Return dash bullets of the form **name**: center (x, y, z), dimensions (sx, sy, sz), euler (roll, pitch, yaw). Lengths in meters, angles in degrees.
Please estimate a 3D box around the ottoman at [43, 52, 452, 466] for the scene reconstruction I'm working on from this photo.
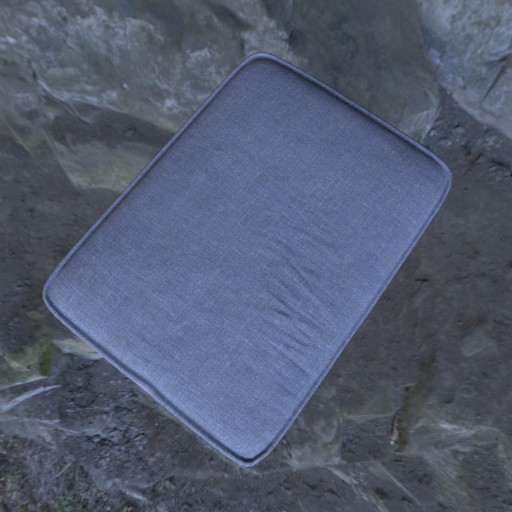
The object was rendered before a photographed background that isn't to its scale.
- **ottoman**: center (0.000, 0.000, 1.088), dimensions (0.559, 0.457, 0.762), euler (36, 77, 9)
